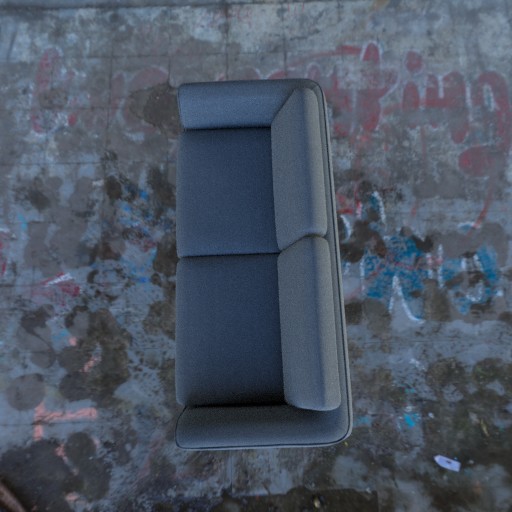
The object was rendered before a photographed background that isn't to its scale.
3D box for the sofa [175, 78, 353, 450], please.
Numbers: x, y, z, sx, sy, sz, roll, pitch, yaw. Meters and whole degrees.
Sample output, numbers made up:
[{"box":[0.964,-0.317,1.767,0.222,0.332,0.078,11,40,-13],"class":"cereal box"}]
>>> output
[{"box":[0.000,0.000,2.515,0.920,0.850,2.000,-2,76,0],"class":"sofa"}]
